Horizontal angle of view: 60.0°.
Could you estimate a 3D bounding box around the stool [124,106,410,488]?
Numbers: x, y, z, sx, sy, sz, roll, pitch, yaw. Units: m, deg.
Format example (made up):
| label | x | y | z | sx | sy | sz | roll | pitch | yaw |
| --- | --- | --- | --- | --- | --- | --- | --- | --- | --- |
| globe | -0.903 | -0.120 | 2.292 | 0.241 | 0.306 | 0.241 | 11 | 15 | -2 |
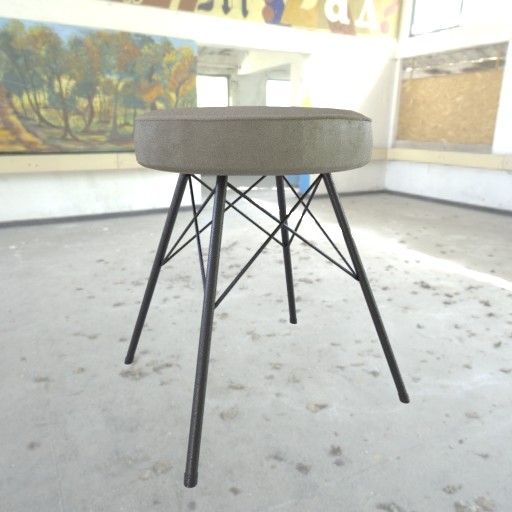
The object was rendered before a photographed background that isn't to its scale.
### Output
| label | x | y | z | sx | sy | sz | roll | pitch | yaw |
| --- | --- | --- | --- | --- | --- | --- | --- | --- | --- |
| stool | 0.000 | 0.000 | 0.851 | 0.457 | 0.538 | 0.423 | -9 | 19 | -27 |
